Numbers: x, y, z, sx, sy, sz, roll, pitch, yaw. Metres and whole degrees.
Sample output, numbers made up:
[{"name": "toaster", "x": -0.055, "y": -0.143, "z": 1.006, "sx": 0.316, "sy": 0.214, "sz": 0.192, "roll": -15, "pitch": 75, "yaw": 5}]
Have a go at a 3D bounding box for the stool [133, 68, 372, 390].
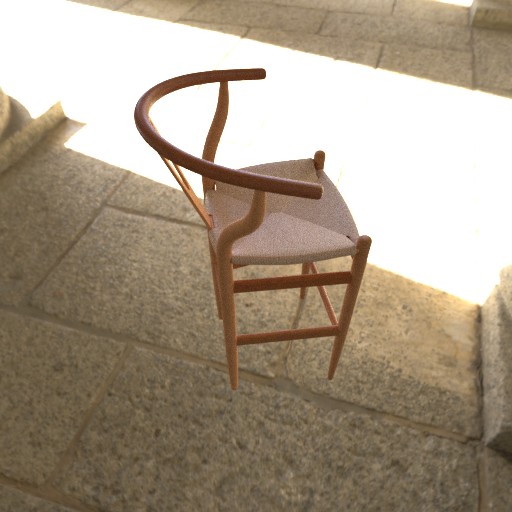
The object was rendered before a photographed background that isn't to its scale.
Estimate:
[{"name": "stool", "x": 0.000, "y": 0.000, "z": 1.413, "sx": 0.561, "sy": 1.068, "sz": 0.574, "roll": -8, "pitch": 48, "yaw": -8}]
